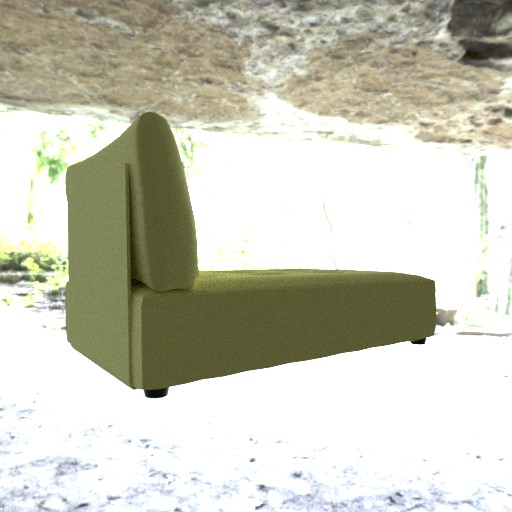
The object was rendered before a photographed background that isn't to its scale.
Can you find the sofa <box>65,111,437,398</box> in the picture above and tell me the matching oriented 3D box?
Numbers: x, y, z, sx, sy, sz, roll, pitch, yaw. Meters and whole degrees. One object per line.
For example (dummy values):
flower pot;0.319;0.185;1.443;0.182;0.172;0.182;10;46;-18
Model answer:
sofa;0.000;0.000;2.007;1.450;0.820;0.930;0;0;-36
